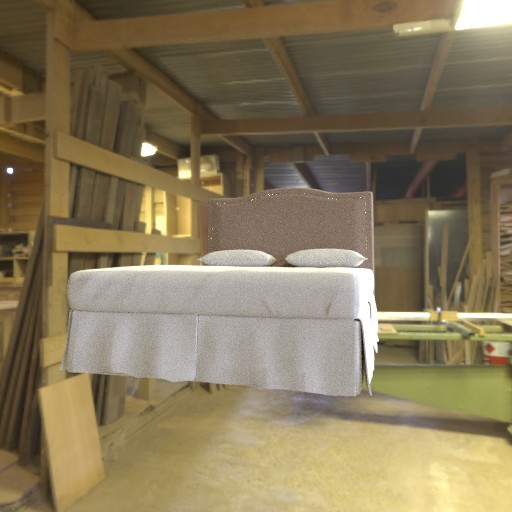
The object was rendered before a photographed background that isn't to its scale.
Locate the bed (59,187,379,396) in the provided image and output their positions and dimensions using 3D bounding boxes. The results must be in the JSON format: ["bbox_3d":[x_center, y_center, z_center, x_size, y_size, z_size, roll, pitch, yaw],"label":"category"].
[{"bbox_3d":[0.000,0.000,3.461,1.821,1.436,2.282,0,-1,17],"label":"bed"}]
